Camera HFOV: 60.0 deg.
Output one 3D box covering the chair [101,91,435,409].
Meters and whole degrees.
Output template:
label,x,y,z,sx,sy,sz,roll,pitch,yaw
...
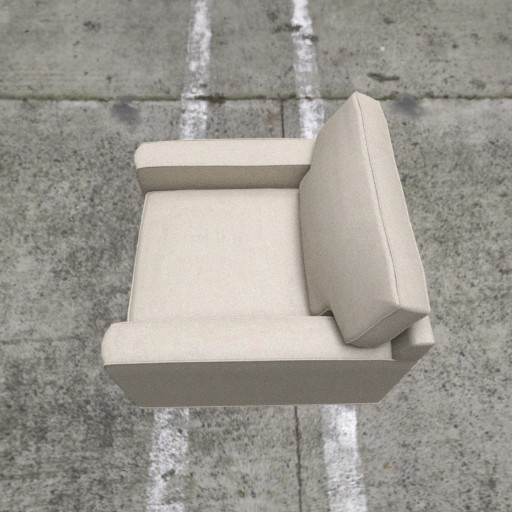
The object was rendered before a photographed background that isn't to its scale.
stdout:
label,x,y,z,sx,sy,sz,roll,pitch,yaw
chair,0.000,0.000,1.793,1.043,0.913,0.998,-1,58,-1
